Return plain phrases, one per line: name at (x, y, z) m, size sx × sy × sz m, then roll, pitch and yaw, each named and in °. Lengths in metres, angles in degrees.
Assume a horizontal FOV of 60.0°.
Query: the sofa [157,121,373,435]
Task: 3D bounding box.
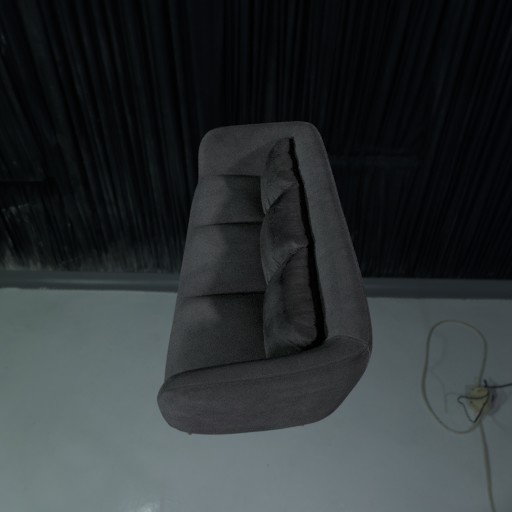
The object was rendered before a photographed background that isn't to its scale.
sofa at (0.000, 0.000, 2.750) m, size 0.956 × 0.875 × 2.296 m, roll -1°, pitch 41°, yaw -1°
